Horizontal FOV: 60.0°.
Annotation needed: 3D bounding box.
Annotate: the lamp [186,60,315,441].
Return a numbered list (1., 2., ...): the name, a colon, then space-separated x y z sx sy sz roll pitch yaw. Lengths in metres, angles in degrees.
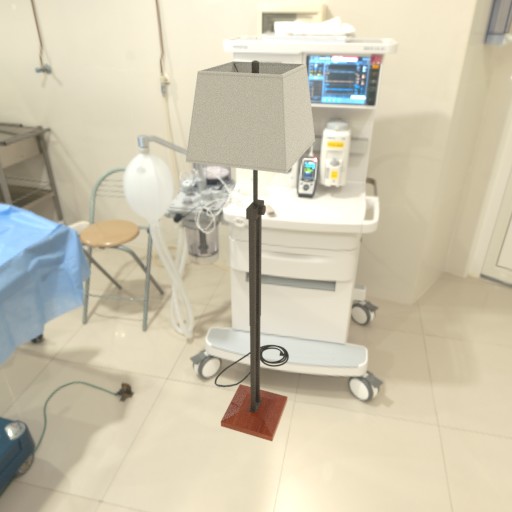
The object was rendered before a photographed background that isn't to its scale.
1. lamp: 0.000 0.000 2.069 0.472 1.712 0.745 10 31 17
